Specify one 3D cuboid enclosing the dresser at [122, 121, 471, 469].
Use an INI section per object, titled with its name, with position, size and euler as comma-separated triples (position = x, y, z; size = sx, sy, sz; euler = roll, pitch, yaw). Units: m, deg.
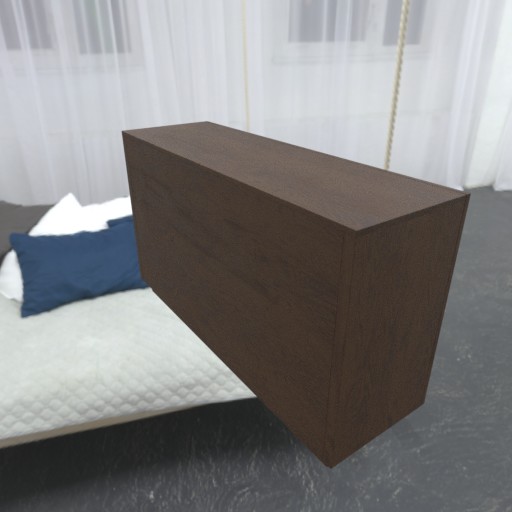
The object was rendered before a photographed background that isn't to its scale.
[dresser]
position = 0.000, 0.000, 1.920
size = 0.512, 0.889, 1.523
euler = -18, 31, -31
